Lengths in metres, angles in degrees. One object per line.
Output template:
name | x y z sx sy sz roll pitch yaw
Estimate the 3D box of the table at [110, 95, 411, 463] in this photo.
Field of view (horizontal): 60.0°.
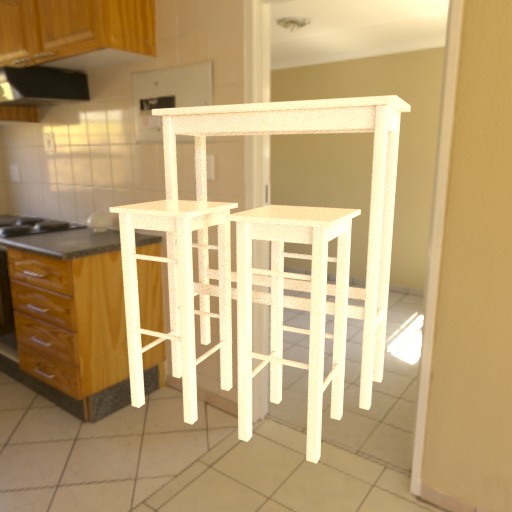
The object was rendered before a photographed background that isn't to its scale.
table | 0.000 0.000 1.618 0.915 1.065 0.650 6 14 26
